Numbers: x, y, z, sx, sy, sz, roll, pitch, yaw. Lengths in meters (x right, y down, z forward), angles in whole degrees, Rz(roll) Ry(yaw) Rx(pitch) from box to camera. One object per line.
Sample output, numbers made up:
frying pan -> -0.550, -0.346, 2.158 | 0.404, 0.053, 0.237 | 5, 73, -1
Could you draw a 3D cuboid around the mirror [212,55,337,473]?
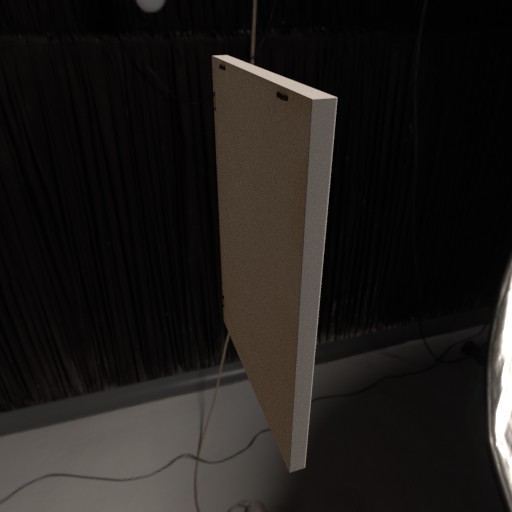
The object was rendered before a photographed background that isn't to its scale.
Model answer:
mirror -> 0.000, 0.000, 0.914 | 0.039, 0.710, 0.507 | -9, 31, -16
